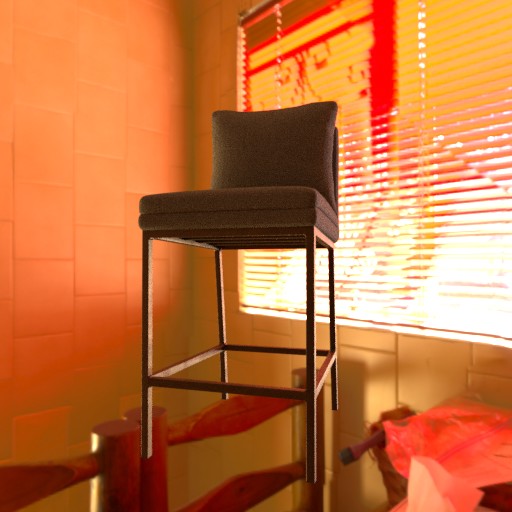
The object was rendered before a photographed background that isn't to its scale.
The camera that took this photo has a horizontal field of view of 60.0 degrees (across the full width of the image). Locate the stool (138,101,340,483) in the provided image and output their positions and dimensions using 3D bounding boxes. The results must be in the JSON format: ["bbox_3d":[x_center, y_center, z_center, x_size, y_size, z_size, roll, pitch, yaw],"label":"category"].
[{"bbox_3d":[0.000,0.000,1.324,0.463,1.031,0.569,0,-1,17],"label":"stool"}]
